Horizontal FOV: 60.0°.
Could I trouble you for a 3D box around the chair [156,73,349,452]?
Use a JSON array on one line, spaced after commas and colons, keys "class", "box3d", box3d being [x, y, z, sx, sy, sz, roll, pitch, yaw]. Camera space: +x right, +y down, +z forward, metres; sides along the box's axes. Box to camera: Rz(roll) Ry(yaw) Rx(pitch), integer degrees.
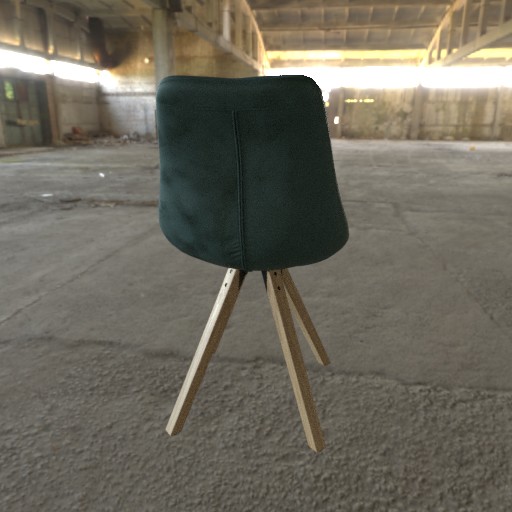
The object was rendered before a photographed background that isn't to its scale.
[{"class": "chair", "box3d": [0.000, 0.000, 1.196, 0.483, 0.865, 0.547, 3, 17, 9]}]
